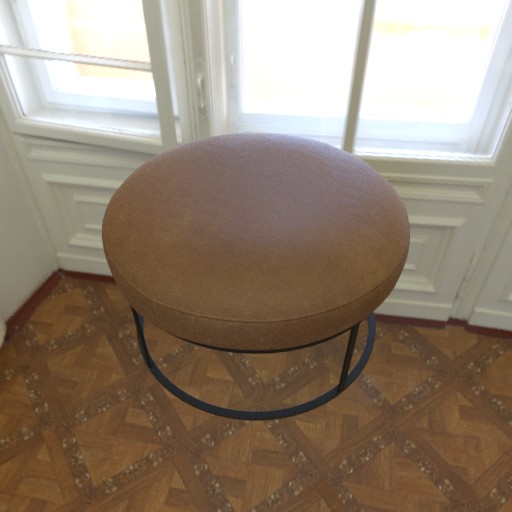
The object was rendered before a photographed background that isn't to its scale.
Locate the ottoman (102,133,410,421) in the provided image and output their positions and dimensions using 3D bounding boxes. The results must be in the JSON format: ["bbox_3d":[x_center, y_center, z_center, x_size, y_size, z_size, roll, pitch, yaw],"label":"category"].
[{"bbox_3d":[0.000,0.000,1.241,0.771,0.460,0.771,0,42,0],"label":"ottoman"}]
